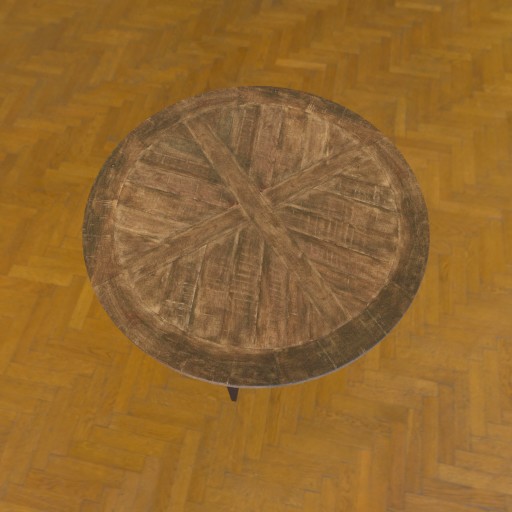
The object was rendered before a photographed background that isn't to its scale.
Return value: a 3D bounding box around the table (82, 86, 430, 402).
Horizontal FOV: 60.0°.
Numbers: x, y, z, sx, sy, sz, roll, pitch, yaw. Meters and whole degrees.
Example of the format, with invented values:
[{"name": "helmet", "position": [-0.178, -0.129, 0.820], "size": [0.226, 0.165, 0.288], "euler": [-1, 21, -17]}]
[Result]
[{"name": "table", "position": [0.000, 0.000, 1.974], "size": [1.264, 0.762, 1.264], "euler": [0, 64, 0]}]
